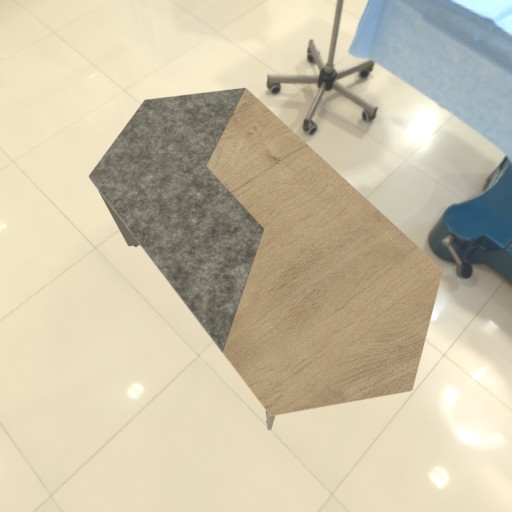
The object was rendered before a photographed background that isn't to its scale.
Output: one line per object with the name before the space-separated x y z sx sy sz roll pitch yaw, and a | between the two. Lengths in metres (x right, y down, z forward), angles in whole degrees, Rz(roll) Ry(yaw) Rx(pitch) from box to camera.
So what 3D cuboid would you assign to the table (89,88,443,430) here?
table | 0.000 0.000 1.489 0.609 0.457 1.219 -35 68 -16
